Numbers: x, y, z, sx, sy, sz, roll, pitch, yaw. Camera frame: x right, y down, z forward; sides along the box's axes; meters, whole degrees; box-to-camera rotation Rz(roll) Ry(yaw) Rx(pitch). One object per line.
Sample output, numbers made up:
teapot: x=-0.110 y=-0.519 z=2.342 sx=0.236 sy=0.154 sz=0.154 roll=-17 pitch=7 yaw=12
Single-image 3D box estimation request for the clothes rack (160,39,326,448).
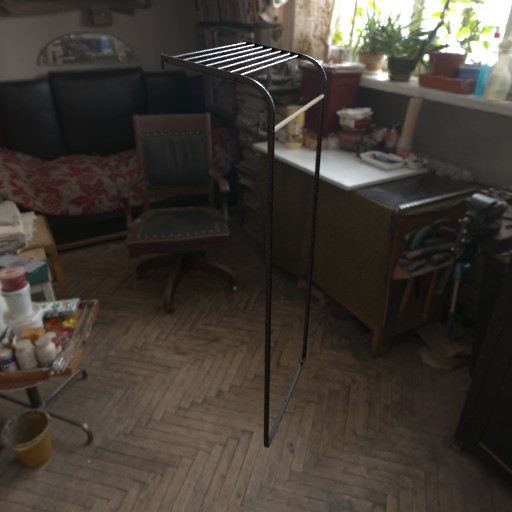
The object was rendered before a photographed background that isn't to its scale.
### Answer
clothes rack: x=0.000 y=0.000 z=1.842 sx=0.349 sy=1.574 sz=0.609 roll=11 pitch=32 yaw=18
